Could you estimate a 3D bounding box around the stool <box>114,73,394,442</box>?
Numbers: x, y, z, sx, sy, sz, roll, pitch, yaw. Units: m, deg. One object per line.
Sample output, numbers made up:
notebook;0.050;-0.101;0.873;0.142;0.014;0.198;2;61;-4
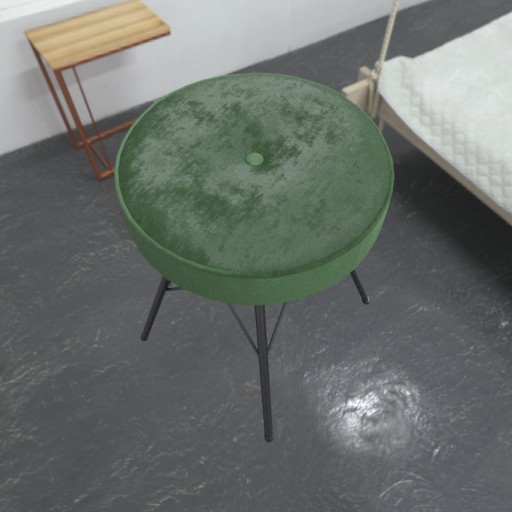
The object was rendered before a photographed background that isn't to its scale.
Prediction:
stool;0.000;0.000;0.916;0.430;0.595;0.457;33;63;19
